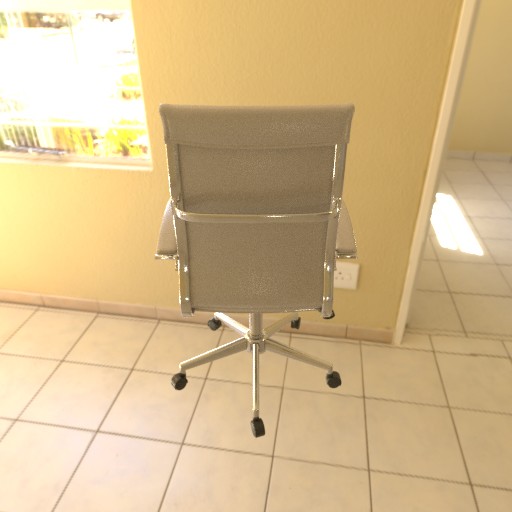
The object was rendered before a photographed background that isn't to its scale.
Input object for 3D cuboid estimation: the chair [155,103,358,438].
[{"bbox_3d":[0.000,0.000,1.546,0.679,1.149,0.667,0,31,0],"label":"chair"}]
